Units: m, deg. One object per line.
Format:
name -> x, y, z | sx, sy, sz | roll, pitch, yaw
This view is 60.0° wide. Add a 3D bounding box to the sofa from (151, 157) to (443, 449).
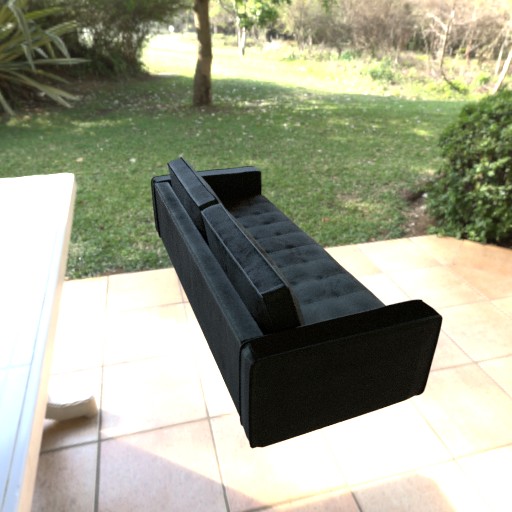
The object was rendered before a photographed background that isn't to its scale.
sofa -> 0.000, 0.000, 2.680 | 0.886, 0.781, 2.214 | -10, 30, -18
